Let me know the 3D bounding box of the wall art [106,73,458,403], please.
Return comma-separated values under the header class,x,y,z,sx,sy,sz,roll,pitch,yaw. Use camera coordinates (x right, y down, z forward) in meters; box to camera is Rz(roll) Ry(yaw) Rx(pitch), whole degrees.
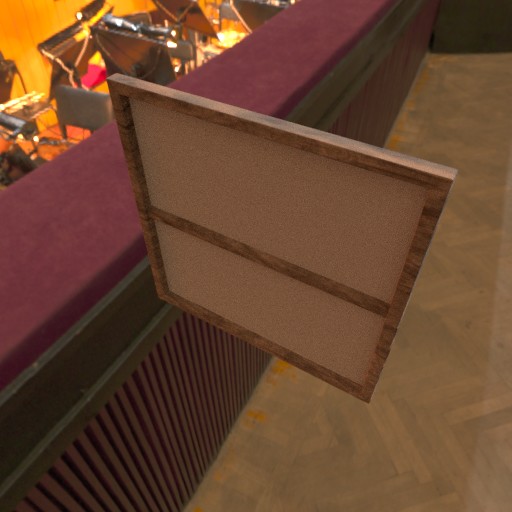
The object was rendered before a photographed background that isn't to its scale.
class,x,y,z,sx,sy,sz,roll,pitch,yaw
wall art,0.000,0.000,1.106,0.747,0.747,0.035,23,49,21
